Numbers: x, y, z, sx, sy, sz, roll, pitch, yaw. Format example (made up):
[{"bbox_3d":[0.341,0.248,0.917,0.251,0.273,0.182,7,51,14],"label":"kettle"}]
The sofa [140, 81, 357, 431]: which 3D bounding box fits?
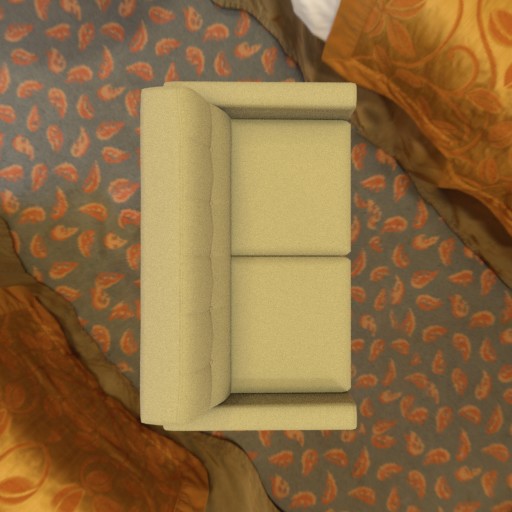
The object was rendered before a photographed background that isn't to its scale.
[{"bbox_3d":[0.000,0.000,2.244,0.980,0.892,1.655,0,90,-1],"label":"sofa"}]
